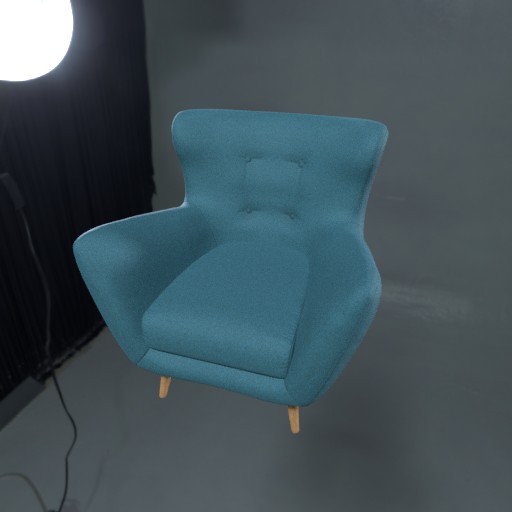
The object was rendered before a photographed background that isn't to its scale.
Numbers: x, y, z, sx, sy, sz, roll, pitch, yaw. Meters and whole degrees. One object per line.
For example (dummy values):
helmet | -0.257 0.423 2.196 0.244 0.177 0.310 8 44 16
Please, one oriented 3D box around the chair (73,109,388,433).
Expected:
chair | 0.000 0.000 1.599 0.890 0.889 0.889 9 30 16
